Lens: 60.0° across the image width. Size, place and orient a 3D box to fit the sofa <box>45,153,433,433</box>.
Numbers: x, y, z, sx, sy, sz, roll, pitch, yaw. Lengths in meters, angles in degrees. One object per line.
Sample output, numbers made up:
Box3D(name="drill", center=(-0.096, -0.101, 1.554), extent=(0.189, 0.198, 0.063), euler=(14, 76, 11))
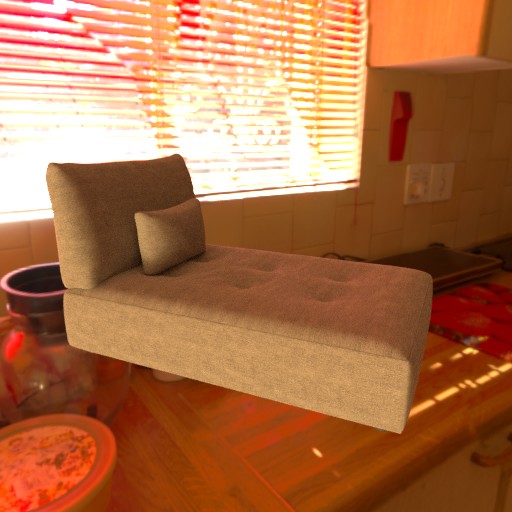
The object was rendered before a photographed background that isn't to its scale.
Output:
Box3D(name="sofa", center=(0.000, 0.000, 1.942), extent=(1.450, 0.820, 0.930), euler=(7, 17, 24))
